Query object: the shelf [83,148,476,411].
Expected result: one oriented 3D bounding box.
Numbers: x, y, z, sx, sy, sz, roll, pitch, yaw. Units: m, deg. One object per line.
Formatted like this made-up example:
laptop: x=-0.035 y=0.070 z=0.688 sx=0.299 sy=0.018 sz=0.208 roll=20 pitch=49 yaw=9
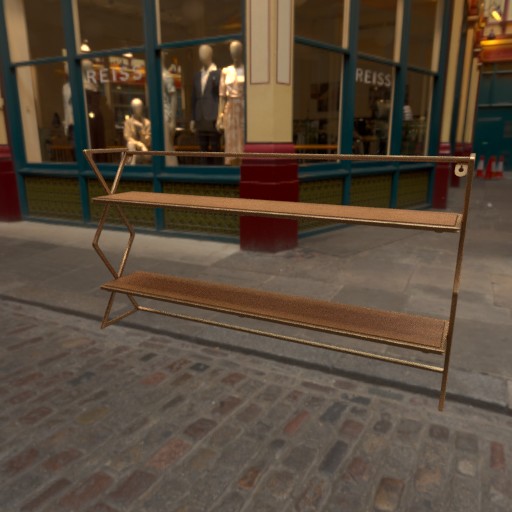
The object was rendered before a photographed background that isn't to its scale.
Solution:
shelf: x=0.000 y=0.000 z=0.978 sx=0.822 sy=0.450 sz=0.150 roll=7 pitch=17 yaw=25
